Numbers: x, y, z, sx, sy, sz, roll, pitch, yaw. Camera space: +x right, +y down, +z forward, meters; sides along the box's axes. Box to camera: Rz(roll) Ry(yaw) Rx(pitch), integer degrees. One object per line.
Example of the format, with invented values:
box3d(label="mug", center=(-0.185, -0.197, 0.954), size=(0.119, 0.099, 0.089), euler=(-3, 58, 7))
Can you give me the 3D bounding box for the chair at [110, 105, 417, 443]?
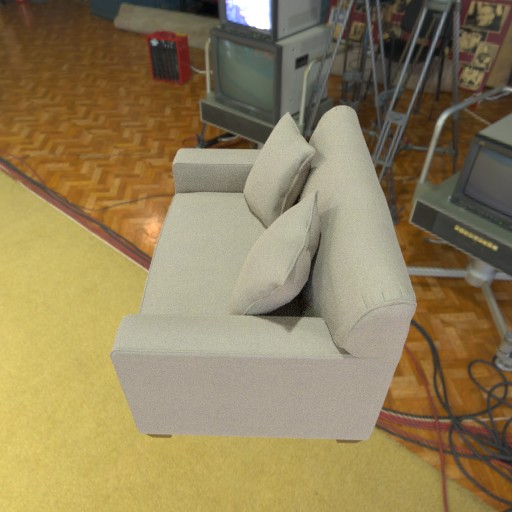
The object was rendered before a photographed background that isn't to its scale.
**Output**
box3d(label="chair", center=(0.000, 0.000, 2.054), size=(1.000, 0.948, 1.383), euler=(1, 42, 1))
